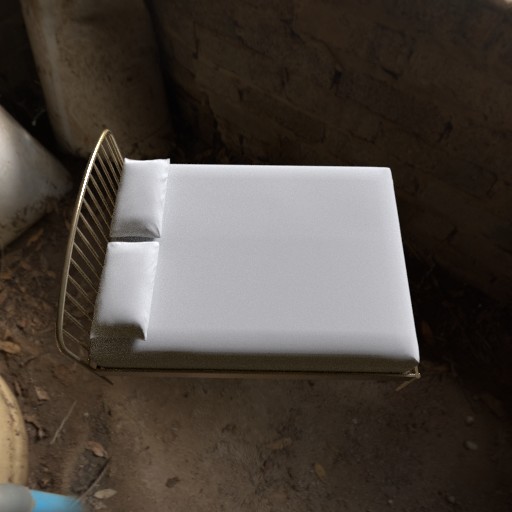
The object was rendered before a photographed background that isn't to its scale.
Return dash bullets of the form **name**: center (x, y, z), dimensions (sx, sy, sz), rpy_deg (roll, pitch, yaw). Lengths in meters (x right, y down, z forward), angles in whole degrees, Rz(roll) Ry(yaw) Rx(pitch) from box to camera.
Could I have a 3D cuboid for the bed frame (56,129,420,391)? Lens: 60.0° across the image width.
- **bed frame**: center (0.000, 0.000, 3.124), dimensions (2.152, 1.175, 1.612), rpy_deg (1, 63, 0)
